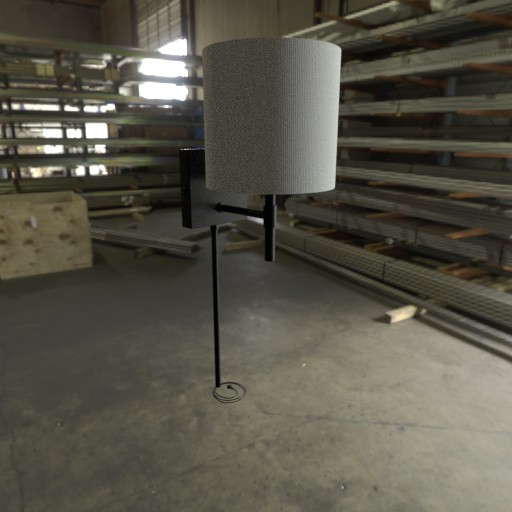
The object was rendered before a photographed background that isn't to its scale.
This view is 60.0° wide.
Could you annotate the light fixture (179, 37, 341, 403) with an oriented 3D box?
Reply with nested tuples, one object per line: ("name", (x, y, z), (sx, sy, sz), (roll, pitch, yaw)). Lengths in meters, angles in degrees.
("light fixture", (0.000, 0.000, 0.704), (0.188, 0.589, 0.248), (-14, 21, -42))
